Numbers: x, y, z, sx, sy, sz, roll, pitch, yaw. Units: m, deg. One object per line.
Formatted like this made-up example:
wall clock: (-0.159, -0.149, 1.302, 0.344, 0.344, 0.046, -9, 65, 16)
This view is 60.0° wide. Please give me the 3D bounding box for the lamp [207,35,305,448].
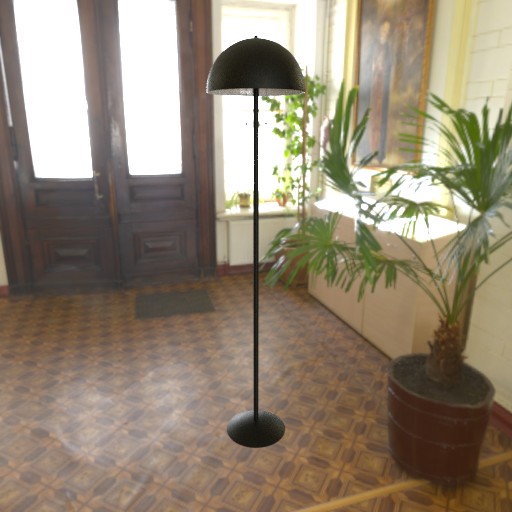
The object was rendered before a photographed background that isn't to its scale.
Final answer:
lamp: (0.000, 0.000, 1.633, 0.328, 1.480, 0.328, 8, 18, 25)
